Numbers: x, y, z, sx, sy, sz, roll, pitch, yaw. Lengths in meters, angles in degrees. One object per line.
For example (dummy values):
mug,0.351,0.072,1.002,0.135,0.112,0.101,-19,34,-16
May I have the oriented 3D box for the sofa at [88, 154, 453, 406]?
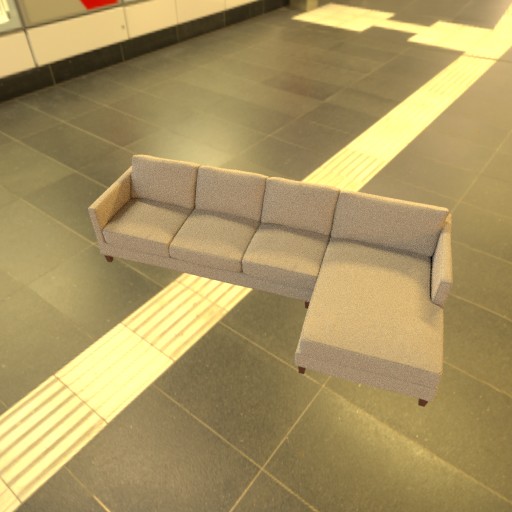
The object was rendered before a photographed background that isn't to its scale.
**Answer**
sofa,0.000,0.000,3.916,3.186,0.861,1.625,12,43,13
